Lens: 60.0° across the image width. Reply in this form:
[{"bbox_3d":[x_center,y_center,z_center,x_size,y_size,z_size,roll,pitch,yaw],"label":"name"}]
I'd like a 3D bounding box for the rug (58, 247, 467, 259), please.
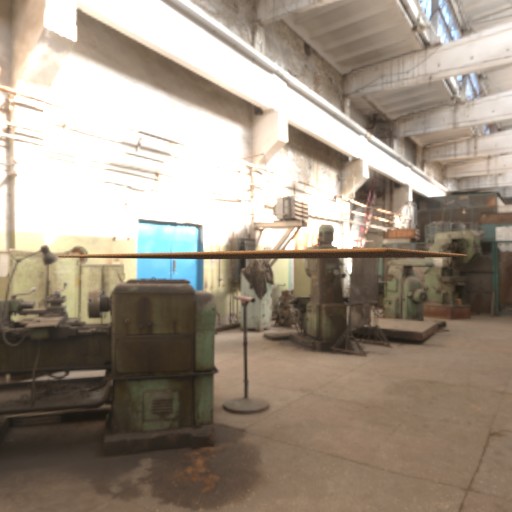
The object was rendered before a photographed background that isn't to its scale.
[{"bbox_3d":[0.000,0.000,2.140,1.678,0.013,1.078,-1,-1,36],"label":"rug"}]
